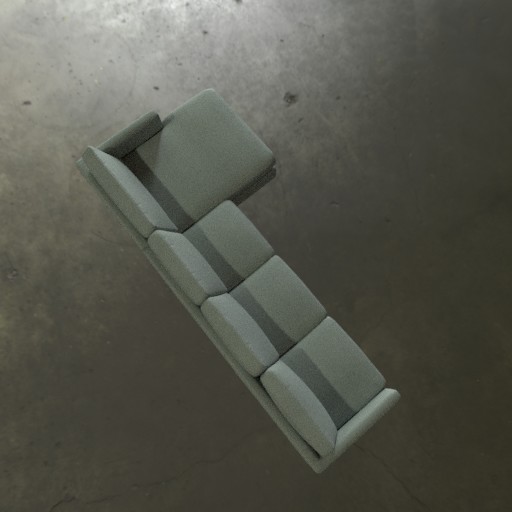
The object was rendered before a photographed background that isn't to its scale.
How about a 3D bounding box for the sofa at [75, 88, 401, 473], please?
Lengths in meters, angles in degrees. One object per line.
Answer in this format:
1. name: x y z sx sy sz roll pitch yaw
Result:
1. sofa: 0.000 0.000 4.153 1.604 0.950 3.471 -38 79 -9
